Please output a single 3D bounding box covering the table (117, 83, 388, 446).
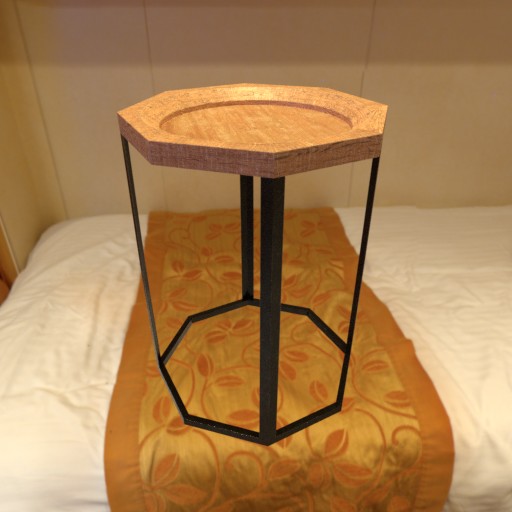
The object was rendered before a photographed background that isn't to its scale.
[{"bbox_3d":[0.000,0.000,0.855,0.437,0.553,0.437,23,38,33],"label":"table"}]
